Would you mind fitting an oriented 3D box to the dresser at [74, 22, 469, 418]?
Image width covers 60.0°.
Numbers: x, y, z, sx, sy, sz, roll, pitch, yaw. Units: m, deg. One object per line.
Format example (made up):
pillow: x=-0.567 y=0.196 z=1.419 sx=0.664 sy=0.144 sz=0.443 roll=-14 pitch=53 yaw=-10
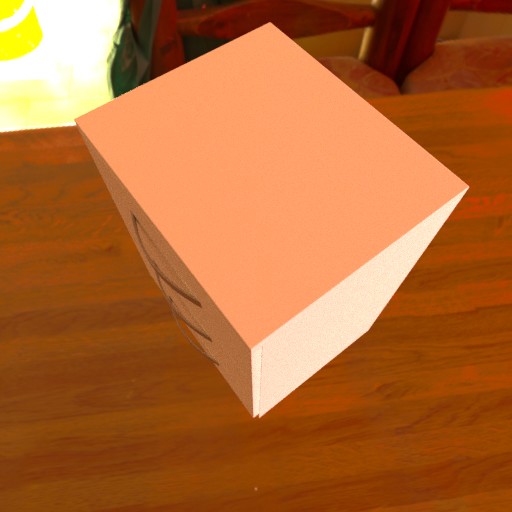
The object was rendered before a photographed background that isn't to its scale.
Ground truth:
dresser: x=0.000 y=0.000 z=0.819 sx=0.360 sy=0.560 sz=0.400 roll=-34 pitch=67 yaw=-16
